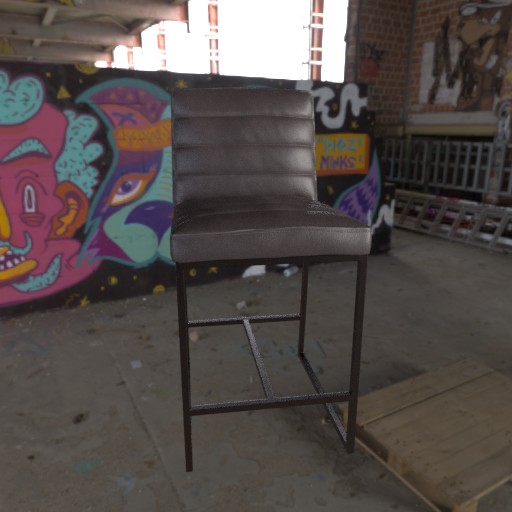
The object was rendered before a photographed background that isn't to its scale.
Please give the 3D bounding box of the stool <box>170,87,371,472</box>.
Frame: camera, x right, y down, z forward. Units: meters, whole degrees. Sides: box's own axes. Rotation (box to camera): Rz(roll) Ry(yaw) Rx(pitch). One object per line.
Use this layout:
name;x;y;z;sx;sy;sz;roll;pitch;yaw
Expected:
stool;0.000;0.000;1.260;0.463;0.946;0.562;-2;16;-9
